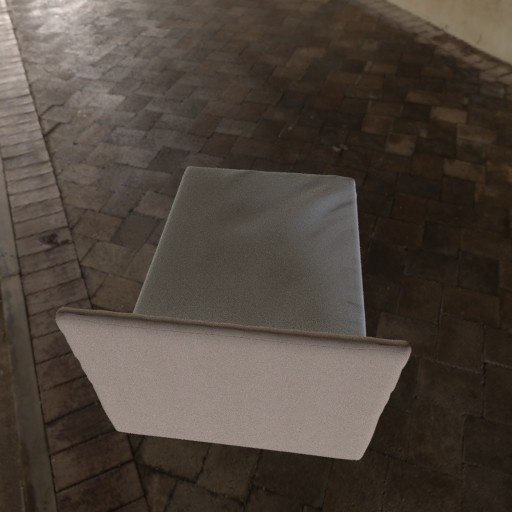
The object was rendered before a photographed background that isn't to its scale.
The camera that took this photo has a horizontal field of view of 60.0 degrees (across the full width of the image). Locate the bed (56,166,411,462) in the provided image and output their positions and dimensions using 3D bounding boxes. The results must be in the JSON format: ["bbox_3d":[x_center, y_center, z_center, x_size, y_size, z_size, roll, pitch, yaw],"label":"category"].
[{"bbox_3d":[0.000,0.000,3.346,1.698,1.427,2.387,5,48,5],"label":"bed"}]
